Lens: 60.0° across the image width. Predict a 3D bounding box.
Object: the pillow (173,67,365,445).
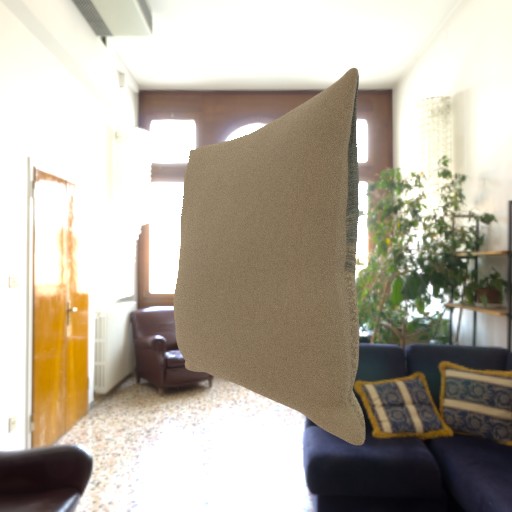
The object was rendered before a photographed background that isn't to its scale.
[{"bbox_3d":[0.000,0.000,0.688,0.182,0.441,0.440,1,-2,-35],"label":"pillow"}]
